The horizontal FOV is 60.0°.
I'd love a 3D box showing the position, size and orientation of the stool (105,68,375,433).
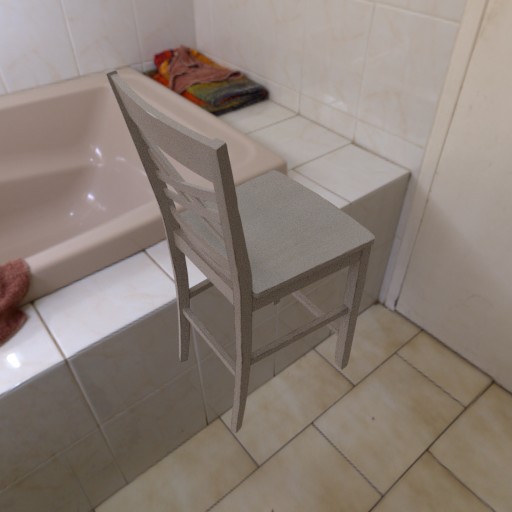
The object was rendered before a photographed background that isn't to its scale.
[{"bbox_3d":[0.000,0.000,1.336,0.539,1.079,0.462,-27,48,-27],"label":"stool"}]
